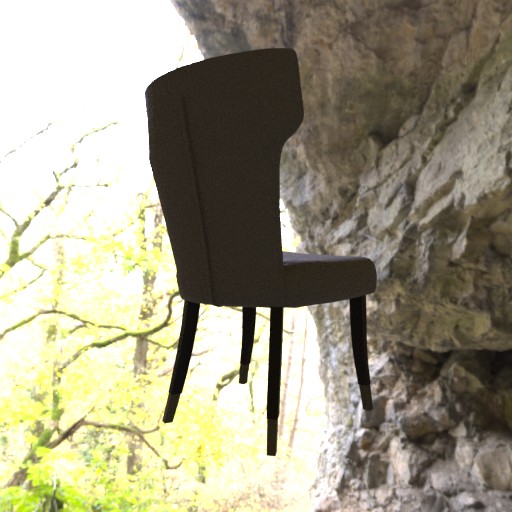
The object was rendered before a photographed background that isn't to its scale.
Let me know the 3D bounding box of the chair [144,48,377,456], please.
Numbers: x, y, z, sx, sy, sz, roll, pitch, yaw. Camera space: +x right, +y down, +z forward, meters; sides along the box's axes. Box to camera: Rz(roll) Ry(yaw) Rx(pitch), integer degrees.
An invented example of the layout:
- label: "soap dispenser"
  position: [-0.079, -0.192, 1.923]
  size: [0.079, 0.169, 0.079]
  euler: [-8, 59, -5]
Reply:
- label: "chair"
  position: [0.000, 0.000, 1.318]
  size: [0.526, 0.955, 0.630]
  euler: [0, -1, 36]
